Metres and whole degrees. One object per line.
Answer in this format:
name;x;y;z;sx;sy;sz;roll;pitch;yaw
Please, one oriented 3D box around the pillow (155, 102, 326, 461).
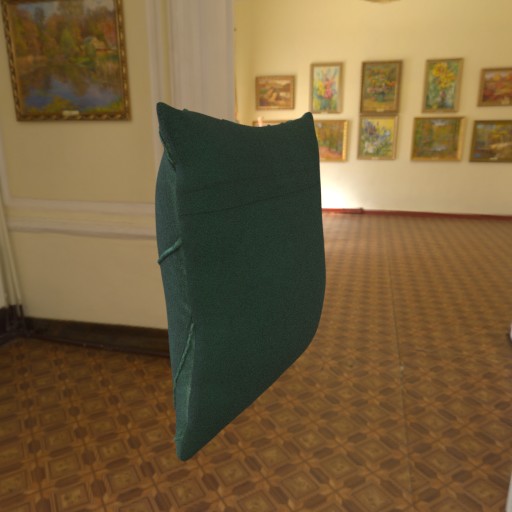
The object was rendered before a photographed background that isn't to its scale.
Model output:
pillow;0.000;0.000;0.685;0.184;0.440;0.439;8;17;26
